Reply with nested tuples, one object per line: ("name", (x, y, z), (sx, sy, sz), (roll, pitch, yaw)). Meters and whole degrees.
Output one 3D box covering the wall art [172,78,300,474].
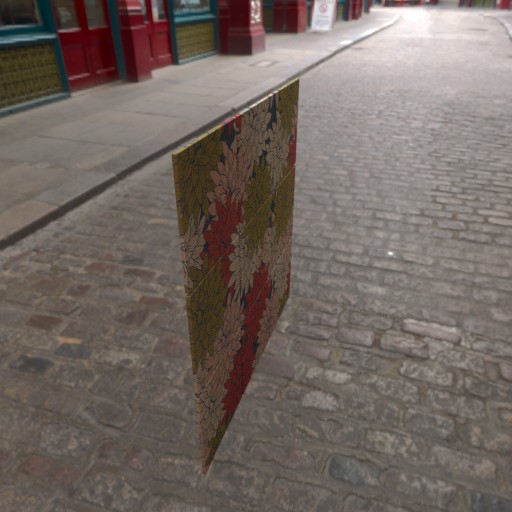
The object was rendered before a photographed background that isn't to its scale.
("wall art", (0.000, 0.000, 1.841), (0.013, 1.218, 1.206), (10, 32, 16))
